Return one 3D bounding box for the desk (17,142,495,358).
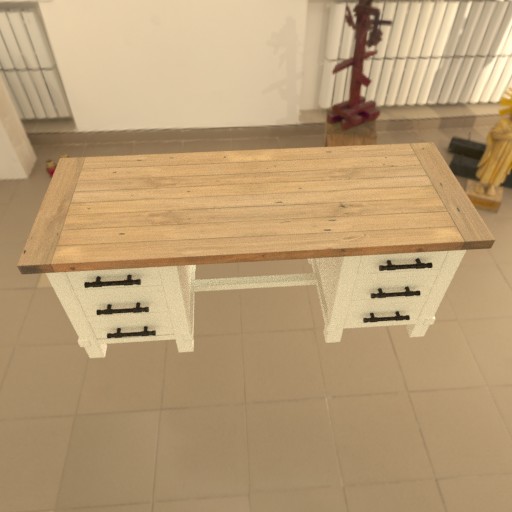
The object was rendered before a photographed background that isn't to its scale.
[{"bbox_3d":[0.000,0.000,2.178,1.803,0.760,0.688,-3,47,-3],"label":"desk"}]
